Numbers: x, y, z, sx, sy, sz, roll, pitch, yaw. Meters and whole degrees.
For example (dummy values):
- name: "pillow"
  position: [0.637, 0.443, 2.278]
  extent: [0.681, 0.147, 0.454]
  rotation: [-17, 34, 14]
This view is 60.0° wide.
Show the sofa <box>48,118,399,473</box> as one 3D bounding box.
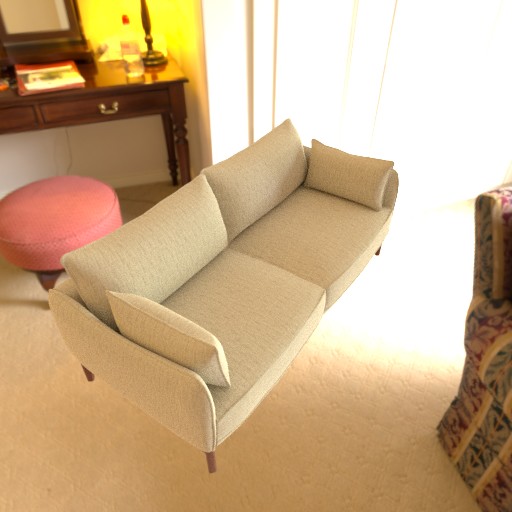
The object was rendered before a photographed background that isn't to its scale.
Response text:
- name: "sofa"
  position: [0.000, 0.000, 2.510]
  extent: [0.991, 0.860, 1.989]
  rotation: [24, 46, 26]
